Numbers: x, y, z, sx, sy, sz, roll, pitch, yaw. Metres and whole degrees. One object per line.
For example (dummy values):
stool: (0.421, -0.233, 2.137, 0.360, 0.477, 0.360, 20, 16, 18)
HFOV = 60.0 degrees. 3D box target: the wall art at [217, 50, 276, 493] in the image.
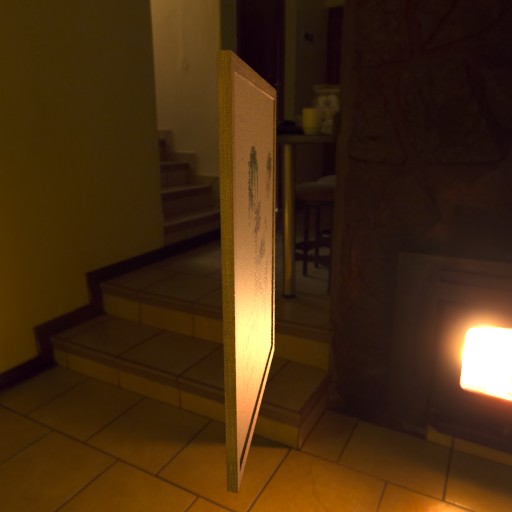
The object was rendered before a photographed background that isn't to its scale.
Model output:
wall art: (0.000, 0.000, 1.352, 0.035, 1.022, 0.781, 2, 15, 8)
